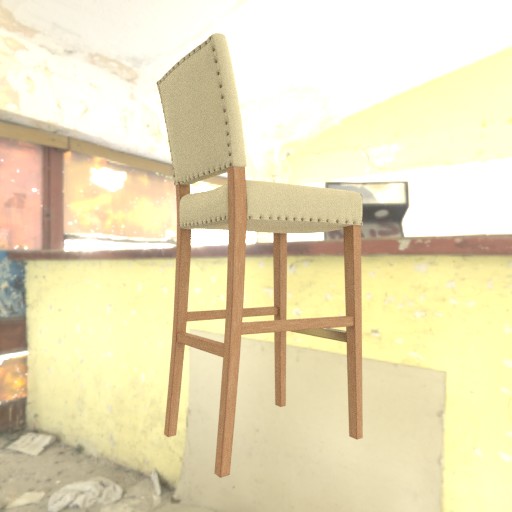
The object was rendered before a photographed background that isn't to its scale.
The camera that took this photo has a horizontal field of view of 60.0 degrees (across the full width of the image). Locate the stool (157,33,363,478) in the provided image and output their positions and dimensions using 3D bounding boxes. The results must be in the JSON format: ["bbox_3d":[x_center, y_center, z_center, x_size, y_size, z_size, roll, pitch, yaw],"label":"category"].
[{"bbox_3d":[0.000,0.000,1.422,0.546,1.143,0.428,1,-1,-35],"label":"stool"}]
